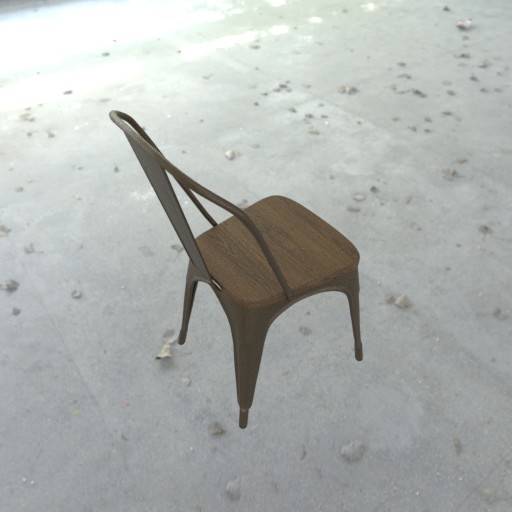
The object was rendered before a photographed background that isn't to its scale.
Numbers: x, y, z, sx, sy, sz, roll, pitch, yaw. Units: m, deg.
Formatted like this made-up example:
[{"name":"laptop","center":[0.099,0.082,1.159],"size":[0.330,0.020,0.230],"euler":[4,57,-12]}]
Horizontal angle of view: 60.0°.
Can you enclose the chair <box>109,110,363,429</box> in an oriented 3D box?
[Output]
[{"name":"chair","center":[0.000,0.000,1.160],"size":[0.532,0.844,0.451],"euler":[-26,48,-26]}]
